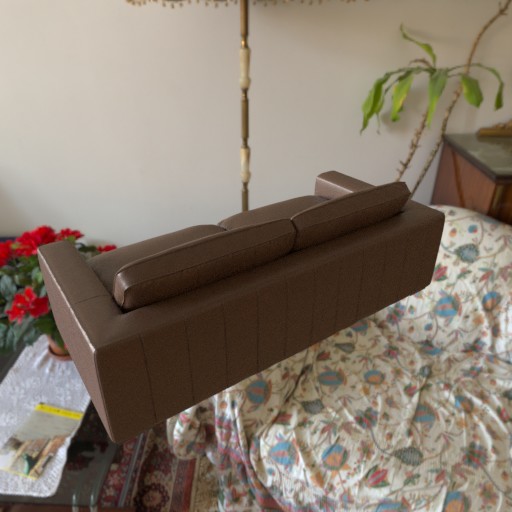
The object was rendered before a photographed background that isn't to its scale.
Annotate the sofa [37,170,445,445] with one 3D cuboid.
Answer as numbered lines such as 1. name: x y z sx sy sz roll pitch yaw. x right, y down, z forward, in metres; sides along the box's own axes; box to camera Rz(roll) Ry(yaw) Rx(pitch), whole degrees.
1. sofa: 0.000 0.000 2.713 2.262 0.801 1.070 -19 35 -30
